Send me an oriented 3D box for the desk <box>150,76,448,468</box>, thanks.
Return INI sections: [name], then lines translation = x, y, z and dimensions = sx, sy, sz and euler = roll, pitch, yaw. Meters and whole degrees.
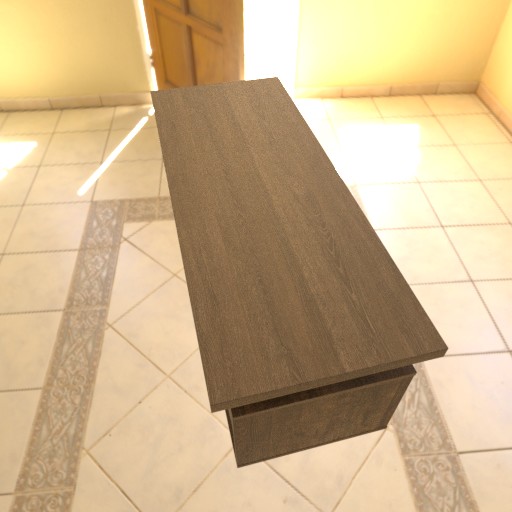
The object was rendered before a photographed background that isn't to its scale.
[desk]
translation = 0.000, 0.000, 1.830
dimensions = 0.600, 0.760, 1.524
euler = -11, 48, -10
